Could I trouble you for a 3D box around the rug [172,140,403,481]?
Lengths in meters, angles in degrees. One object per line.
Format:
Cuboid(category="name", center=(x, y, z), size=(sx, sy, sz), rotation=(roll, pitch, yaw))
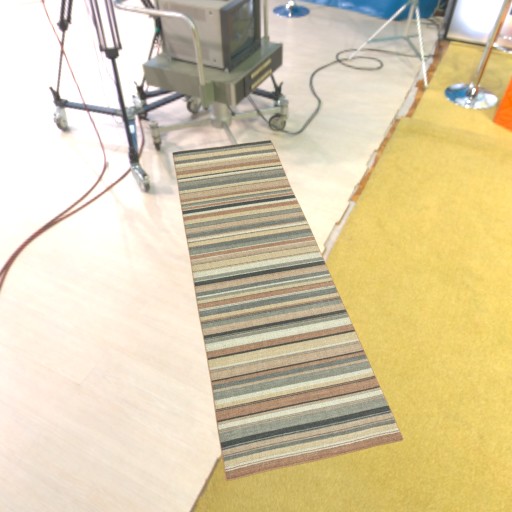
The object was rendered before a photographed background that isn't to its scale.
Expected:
Cuboid(category="rug", center=(0.000, 0.000, 2.706), size=(0.799, 0.010, 2.444), rotation=(-9, 48, -9))
